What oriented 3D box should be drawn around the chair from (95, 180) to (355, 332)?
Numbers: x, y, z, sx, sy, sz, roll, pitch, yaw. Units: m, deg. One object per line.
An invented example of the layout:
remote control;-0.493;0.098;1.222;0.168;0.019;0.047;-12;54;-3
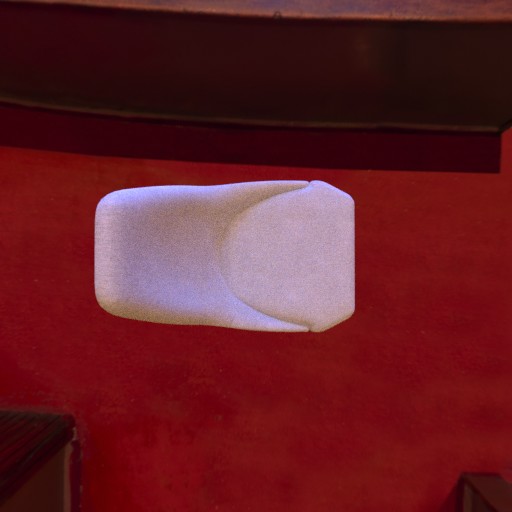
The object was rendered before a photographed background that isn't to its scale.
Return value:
chair;0.000;0.000;1.422;0.660;1.040;0.510;0;89;0
